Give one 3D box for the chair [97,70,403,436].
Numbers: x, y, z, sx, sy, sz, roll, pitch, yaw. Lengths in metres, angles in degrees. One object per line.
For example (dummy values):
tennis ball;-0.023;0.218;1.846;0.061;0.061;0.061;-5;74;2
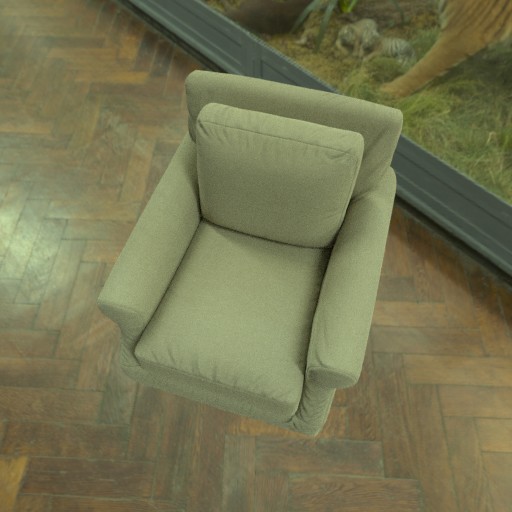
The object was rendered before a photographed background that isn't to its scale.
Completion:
chair;0.000;0.000;1.737;0.940;0.866;1.066;14;59;9
